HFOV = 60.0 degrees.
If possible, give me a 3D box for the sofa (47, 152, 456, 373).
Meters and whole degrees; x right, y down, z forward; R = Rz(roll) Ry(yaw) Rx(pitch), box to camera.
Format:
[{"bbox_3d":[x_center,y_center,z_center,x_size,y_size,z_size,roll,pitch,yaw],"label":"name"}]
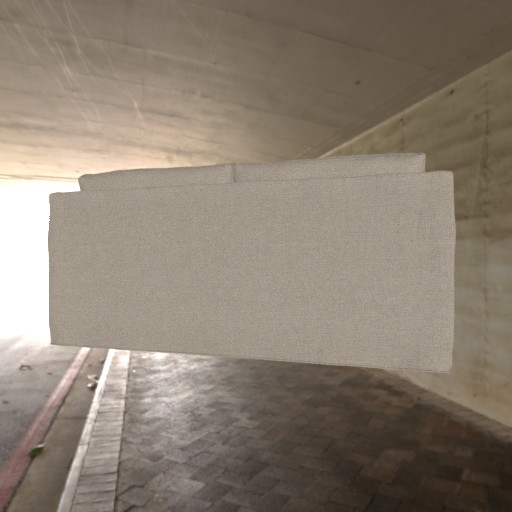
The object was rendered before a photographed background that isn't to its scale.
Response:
[{"bbox_3d":[0.000,0.000,2.231,1.766,0.828,0.956,0,0,18],"label":"sofa"}]
